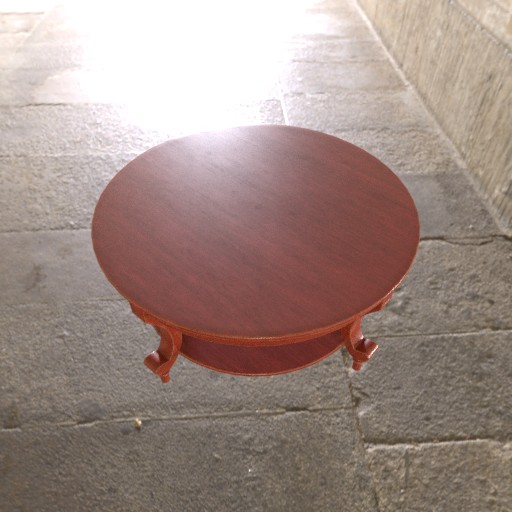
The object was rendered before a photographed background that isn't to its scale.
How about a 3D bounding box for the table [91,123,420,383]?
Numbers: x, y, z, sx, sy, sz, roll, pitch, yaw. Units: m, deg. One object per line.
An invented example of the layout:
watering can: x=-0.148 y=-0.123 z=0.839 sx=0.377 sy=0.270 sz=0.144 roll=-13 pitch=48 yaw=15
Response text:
table: x=0.000 y=0.000 z=1.596 sx=1.029 sy=0.486 sz=1.029 roll=0 pitch=46 yaw=0
